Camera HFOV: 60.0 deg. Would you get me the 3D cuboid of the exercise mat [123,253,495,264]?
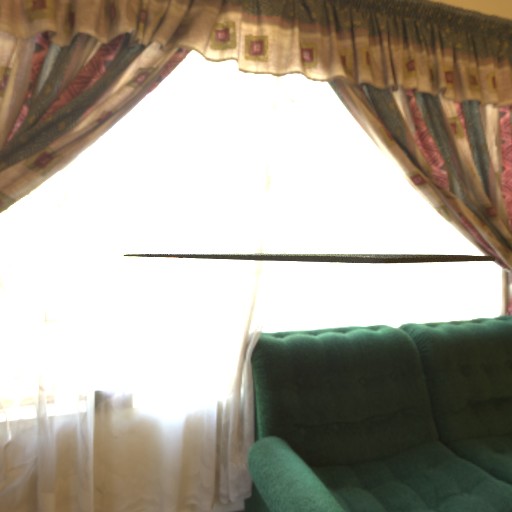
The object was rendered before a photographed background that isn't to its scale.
[{"bbox_3d":[0.000,0.000,2.012,0.616,0.021,1.869,0,1,-36],"label":"exercise mat"}]
